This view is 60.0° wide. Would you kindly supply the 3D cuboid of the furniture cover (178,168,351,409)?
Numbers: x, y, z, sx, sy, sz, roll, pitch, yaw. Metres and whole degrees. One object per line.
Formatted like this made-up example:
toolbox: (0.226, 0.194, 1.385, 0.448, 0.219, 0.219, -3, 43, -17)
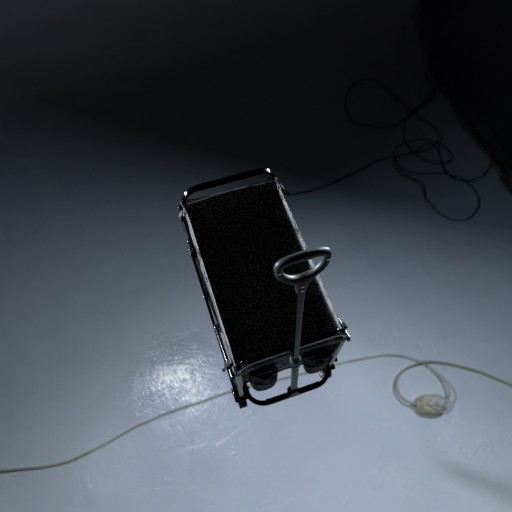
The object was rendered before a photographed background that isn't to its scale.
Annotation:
furniture cover: (0.000, 0.000, 1.834, 0.532, 1.295, 1.038, -16, 62, -9)
